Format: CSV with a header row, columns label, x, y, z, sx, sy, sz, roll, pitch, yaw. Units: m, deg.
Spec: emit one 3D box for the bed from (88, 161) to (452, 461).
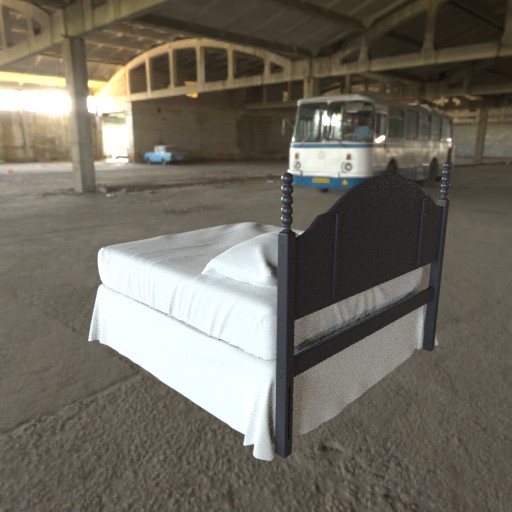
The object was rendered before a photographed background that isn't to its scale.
label,x,y,z,sx,sy,sz,roll,pitch,yaw
bed,0.000,0.000,3.217,1.873,1.356,2.040,-14,20,-43
